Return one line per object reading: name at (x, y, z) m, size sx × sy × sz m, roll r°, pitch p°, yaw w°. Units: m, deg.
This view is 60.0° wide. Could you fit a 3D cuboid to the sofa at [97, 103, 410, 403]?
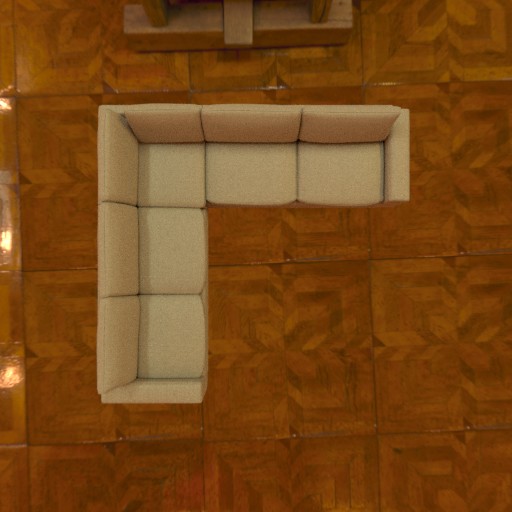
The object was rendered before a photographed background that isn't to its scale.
sofa at (0.000, 0.000, 4.016) m, size 2.742 × 0.800 × 2.622 m, roll 0°, pitch 90°, yaw 0°
